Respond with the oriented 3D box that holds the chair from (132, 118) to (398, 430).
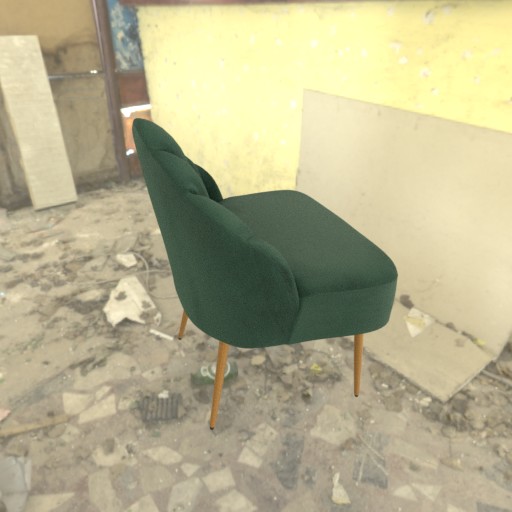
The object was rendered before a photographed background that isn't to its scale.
[{"bbox_3d":[0.000,0.000,1.295,0.599,0.819,0.657,-10,31,-18],"label":"chair"}]
